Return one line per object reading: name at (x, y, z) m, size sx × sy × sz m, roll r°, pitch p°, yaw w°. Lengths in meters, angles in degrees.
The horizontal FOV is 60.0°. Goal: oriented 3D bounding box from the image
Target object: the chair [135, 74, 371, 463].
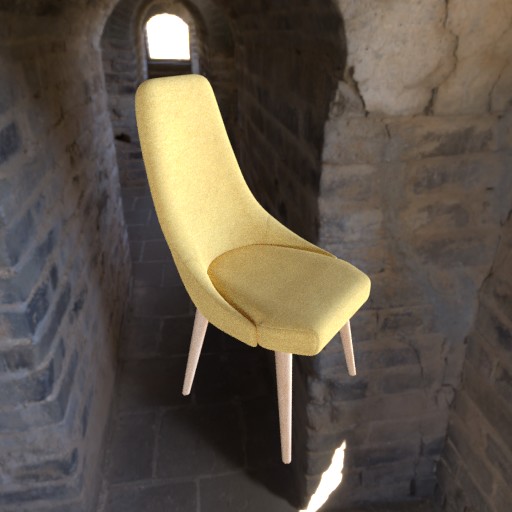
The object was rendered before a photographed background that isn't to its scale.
chair at (0.000, 0.000, 1.422) m, size 0.660 × 1.040 × 0.510 m, roll 18°, pitch 33°, yaw 31°
